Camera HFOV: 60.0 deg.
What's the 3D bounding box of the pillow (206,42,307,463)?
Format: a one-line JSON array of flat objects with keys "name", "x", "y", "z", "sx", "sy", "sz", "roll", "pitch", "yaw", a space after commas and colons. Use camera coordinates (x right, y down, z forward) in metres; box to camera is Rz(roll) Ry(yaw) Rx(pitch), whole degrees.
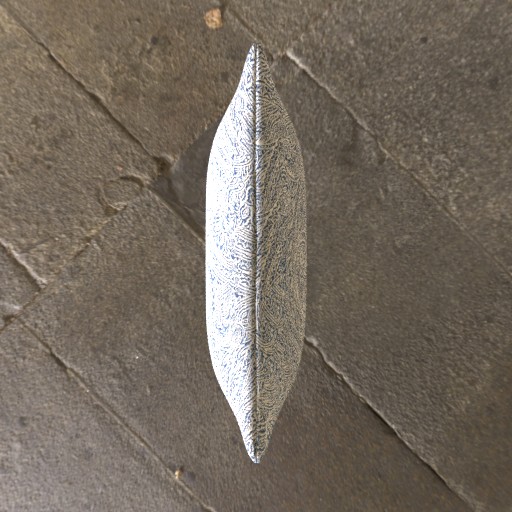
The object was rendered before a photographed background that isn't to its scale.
[{"name": "pillow", "x": 0.000, "y": 0.000, "z": 0.793, "sx": 0.166, "sy": 0.510, "sz": 0.523, "roll": 0, "pitch": 90, "yaw": -1}]
